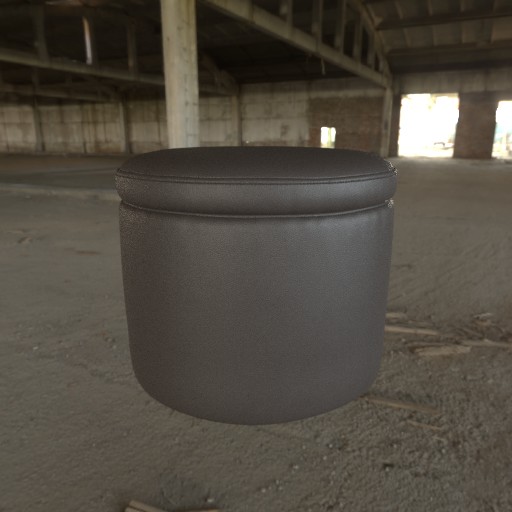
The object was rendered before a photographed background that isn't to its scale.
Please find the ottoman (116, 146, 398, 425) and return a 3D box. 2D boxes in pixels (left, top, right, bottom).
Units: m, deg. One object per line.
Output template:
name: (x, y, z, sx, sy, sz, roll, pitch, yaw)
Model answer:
ottoman: (0.000, 0.000, 0.858, 0.500, 0.409, 0.500, 0, 15, 0)
